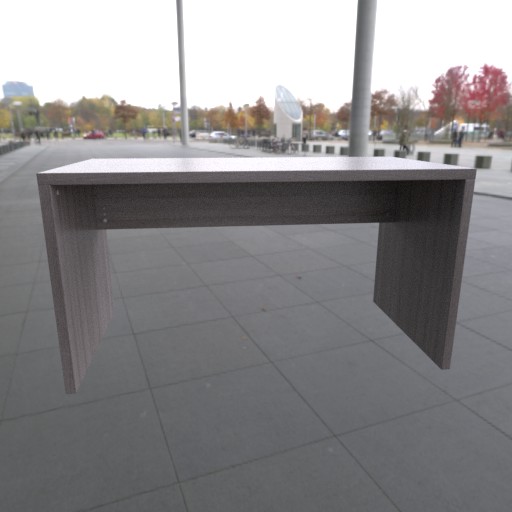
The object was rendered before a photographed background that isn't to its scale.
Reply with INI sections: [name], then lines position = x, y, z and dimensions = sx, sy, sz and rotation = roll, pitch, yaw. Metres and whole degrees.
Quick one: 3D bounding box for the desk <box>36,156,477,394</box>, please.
[desk]
position = 0.000, 0.000, 1.809
dimensions = 1.380, 0.745, 0.690
rotation = -2, 16, -6
